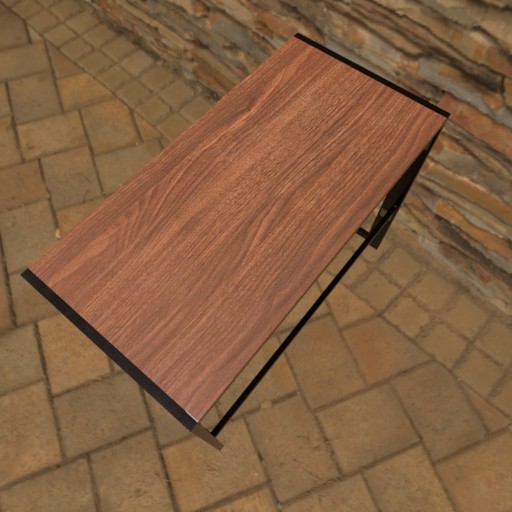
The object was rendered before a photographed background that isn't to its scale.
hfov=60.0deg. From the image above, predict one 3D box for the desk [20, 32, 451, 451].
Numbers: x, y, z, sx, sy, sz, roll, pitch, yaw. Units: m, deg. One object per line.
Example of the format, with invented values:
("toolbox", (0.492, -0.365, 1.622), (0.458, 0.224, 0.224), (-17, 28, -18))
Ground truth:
("desk", (0.000, 0.000, 1.411), (0.508, 0.762, 1.016), (36, 69, 16))
